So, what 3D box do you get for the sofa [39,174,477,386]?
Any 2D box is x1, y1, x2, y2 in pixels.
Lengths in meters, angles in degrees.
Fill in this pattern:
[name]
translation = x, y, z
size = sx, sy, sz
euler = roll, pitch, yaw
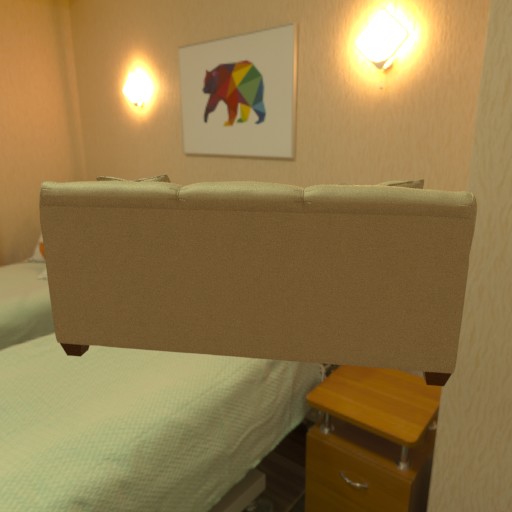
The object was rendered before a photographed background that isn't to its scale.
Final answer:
[sofa]
translation = 0.000, 0.000, 2.545
size = 2.024, 0.958, 0.997
euler = 2, 15, 9
